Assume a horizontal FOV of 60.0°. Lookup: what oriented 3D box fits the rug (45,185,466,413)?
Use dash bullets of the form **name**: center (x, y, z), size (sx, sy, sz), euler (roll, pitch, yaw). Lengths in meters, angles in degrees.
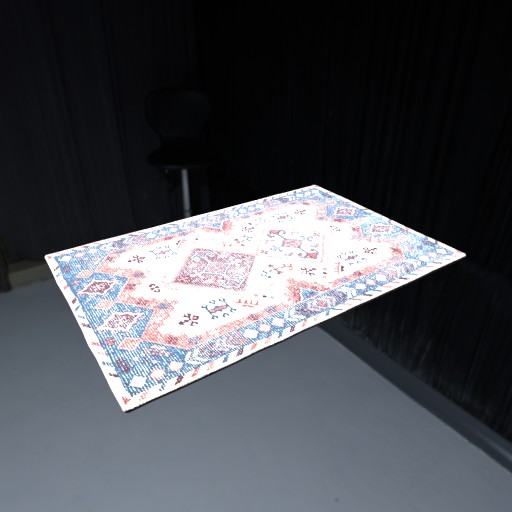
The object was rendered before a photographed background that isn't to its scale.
- **rug**: center (0.000, 0.000, 2.306), size (1.840, 0.015, 1.225), euler (-18, 35, -29)
